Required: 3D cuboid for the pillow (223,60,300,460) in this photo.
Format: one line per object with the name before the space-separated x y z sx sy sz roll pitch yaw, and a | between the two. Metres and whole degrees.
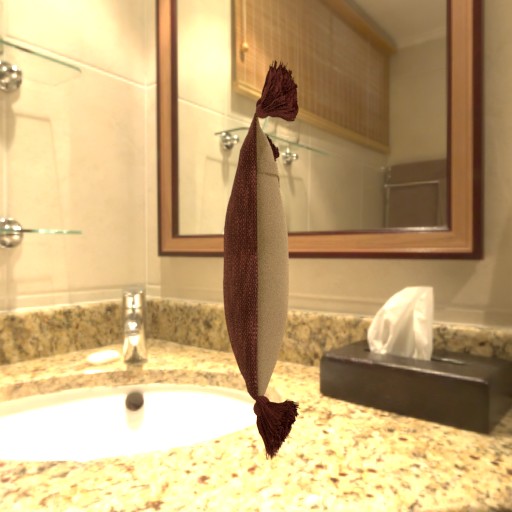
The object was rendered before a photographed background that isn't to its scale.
pillow | 0.000 0.000 0.971 0.138 0.659 0.641 0 1 -1
